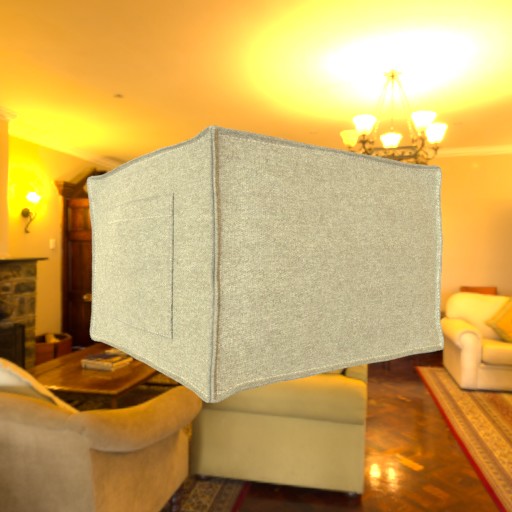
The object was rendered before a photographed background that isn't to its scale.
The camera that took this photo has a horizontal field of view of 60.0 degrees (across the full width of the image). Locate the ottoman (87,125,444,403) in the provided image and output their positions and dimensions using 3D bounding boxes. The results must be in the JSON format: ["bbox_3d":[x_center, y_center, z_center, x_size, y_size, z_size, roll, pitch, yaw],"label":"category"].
[{"bbox_3d":[0.000,0.000,1.165,0.696,0.470,0.707,0,0,-37],"label":"ottoman"}]
